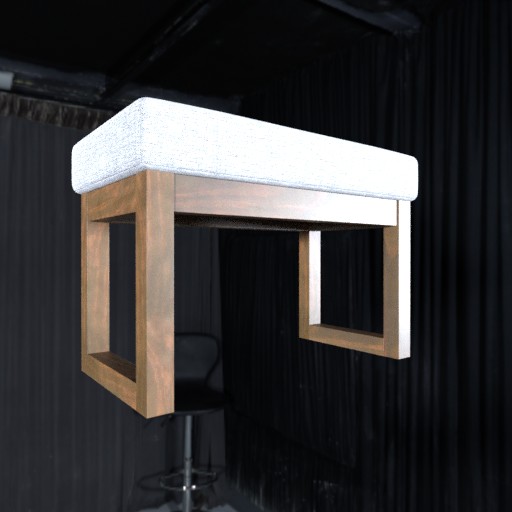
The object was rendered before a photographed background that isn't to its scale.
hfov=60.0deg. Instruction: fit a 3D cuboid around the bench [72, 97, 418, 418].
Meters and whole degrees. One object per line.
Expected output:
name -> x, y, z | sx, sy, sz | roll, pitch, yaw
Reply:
bench -> 0.000, 0.000, 0.965 | 0.681, 0.467, 0.366 | 0, 0, -37
